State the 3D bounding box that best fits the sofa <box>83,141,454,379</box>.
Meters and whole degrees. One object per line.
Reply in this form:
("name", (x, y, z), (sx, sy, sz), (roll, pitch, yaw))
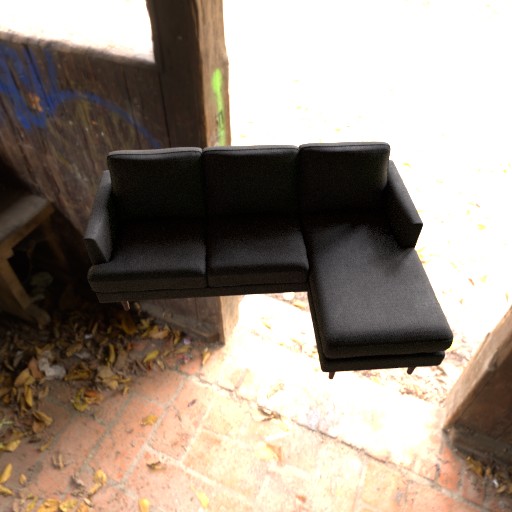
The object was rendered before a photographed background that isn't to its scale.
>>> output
("sofa", (0.000, 0.000, 3.016), (2.233, 0.956, 1.504), (-3, 47, -3))
